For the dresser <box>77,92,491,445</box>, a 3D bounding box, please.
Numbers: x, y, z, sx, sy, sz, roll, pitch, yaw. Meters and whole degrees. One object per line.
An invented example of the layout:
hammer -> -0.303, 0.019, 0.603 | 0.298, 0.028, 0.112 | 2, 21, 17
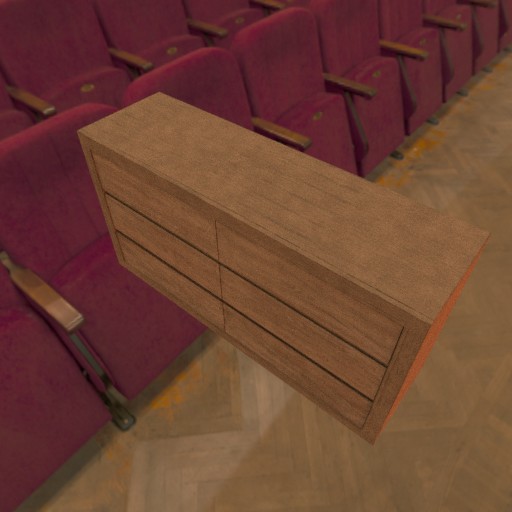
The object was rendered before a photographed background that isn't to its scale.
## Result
dresser -> 0.000, 0.000, 2.019 | 1.628, 0.889, 0.483 | 30, 53, 26
